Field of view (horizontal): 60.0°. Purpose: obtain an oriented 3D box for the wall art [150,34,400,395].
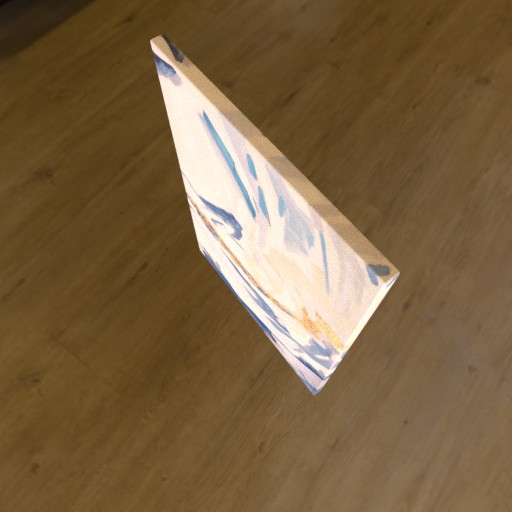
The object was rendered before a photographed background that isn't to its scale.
[{"bbox_3d":[0.000,0.000,1.326,0.038,1.015,0.761,-34,68,-16],"label":"wall art"}]
